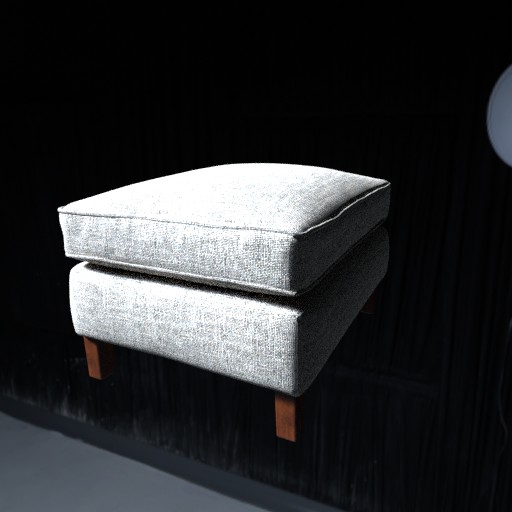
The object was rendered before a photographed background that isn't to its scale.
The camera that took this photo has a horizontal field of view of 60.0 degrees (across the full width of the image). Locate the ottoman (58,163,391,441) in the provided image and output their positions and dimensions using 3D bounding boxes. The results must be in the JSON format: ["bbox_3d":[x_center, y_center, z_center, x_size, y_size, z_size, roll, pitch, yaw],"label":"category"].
[{"bbox_3d":[0.000,0.000,1.009,0.508,0.406,0.686,8,18,25],"label":"ottoman"}]
